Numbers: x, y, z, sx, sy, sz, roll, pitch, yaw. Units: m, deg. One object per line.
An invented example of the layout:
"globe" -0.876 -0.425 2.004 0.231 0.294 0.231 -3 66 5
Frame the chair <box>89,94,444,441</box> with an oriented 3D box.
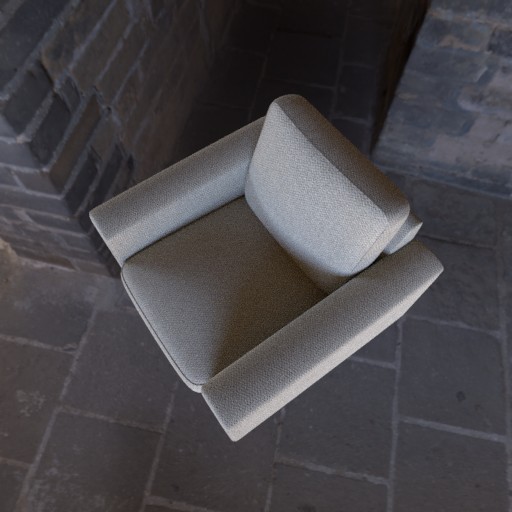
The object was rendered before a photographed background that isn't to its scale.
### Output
"chair" 0.000 0.000 1.799 1.016 0.873 1.005 -33 68 -15
